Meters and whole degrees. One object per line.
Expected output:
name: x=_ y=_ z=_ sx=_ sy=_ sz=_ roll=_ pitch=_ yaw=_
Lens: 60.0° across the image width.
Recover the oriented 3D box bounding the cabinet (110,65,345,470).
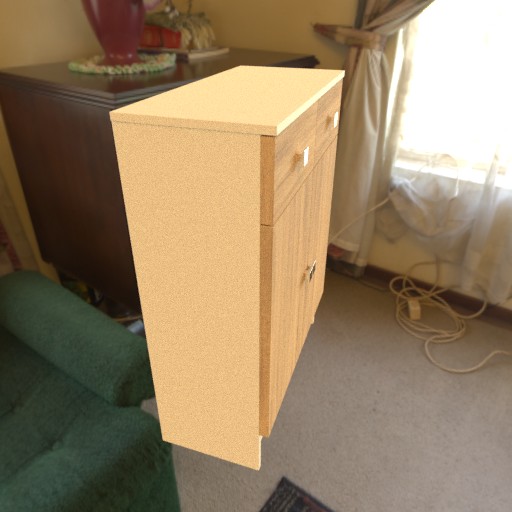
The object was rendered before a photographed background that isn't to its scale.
cabinet: x=0.000 y=0.000 z=1.127 sx=0.296 sy=0.815 sz=0.600 roll=10 pitch=32 yaw=16
